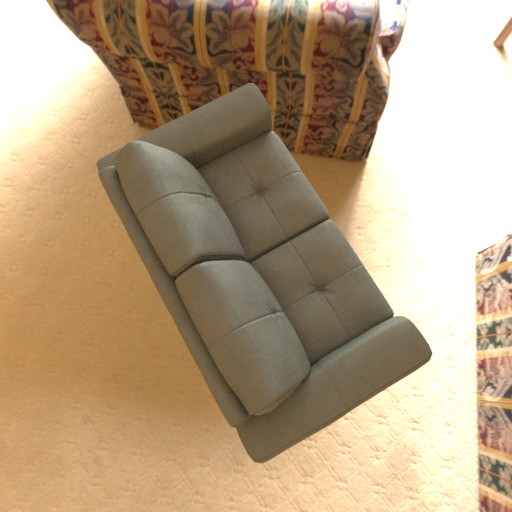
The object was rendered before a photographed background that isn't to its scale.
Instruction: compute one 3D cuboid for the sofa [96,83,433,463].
[{"bbox_3d":[0.000,0.000,2.351,1.018,0.907,1.806,-29,77,-7],"label":"sofa"}]
